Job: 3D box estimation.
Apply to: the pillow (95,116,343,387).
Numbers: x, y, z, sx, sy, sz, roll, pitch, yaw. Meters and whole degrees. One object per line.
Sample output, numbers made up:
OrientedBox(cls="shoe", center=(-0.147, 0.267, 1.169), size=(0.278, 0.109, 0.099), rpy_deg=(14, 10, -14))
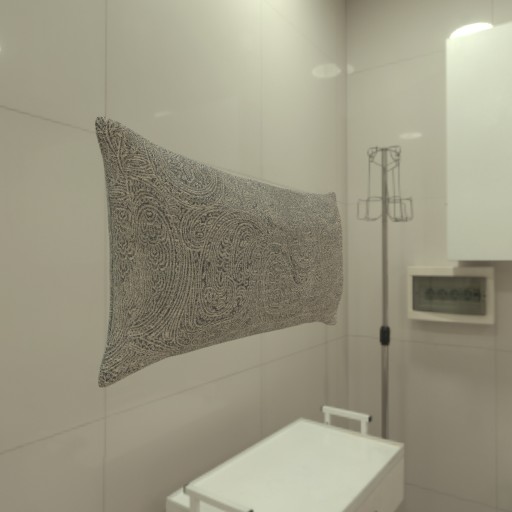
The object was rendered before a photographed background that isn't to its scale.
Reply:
OrientedBox(cls="pillow", center=(0.000, 0.000, 0.729), size=(0.151, 0.295, 0.615), rpy_deg=(-1, -1, 34))
